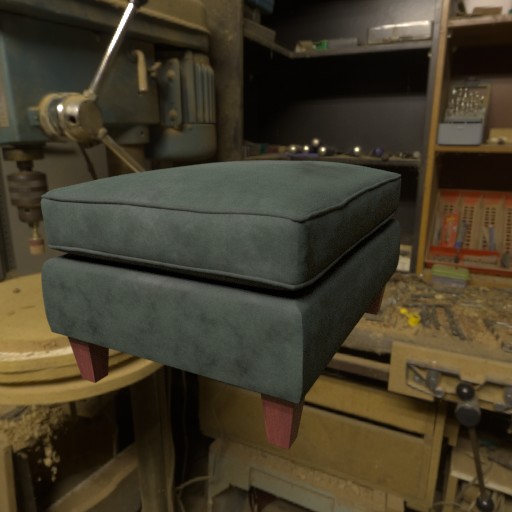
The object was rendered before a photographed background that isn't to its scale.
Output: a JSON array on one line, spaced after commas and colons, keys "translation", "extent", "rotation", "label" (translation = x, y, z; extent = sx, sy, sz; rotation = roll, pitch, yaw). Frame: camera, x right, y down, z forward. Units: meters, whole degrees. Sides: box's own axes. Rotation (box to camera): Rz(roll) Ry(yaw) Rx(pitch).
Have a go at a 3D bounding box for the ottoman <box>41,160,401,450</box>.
[{"translation": [0.000, 0.000, 1.207], "extent": [0.632, 0.495, 0.864], "rotation": [8, 17, 26], "label": "ottoman"}]
